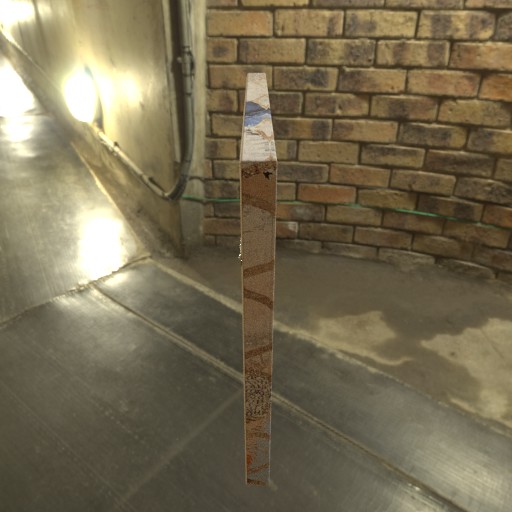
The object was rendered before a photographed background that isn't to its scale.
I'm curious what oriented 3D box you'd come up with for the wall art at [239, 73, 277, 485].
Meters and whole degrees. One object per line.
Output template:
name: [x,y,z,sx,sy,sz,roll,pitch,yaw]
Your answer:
wall art: [0.000,0.000,0.754,0.038,0.508,0.507,0,31,0]
